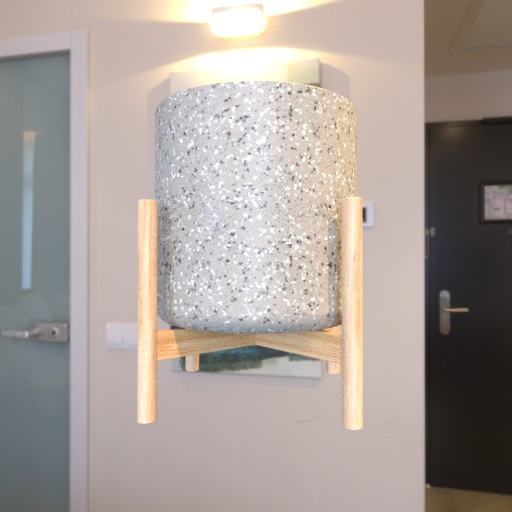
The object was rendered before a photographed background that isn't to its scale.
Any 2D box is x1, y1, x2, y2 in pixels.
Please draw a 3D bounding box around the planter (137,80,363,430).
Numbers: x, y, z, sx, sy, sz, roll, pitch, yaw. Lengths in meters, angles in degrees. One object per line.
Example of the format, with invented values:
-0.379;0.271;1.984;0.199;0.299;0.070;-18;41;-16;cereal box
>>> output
0.000;0.000;0.681;0.360;0.419;0.360;0;0;-18;planter
